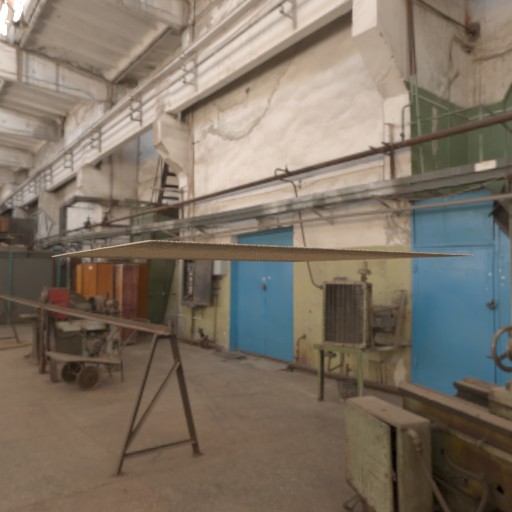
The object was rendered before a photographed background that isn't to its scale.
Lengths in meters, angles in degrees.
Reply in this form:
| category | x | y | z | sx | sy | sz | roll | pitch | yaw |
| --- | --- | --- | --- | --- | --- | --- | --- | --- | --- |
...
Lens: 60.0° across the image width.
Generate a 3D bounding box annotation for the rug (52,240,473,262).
| category | x | y | z | sx | sy | sz | roll | pitch | yaw |
| --- | --- | --- | --- | --- | --- | --- | --- | --- | --- |
| rug | 0.000 | 0.000 | 4.078 | 3.037 | 0.010 | 2.453 | 2 | -3 | -35 |
